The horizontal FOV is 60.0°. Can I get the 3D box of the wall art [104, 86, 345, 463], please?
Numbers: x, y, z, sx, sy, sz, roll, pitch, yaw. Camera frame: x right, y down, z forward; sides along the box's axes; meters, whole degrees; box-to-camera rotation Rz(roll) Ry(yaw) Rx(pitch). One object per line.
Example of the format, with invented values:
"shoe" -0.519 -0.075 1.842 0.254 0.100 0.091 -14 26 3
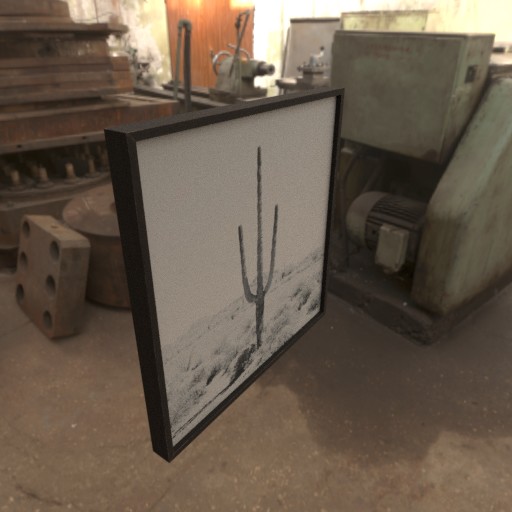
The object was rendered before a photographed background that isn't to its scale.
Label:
"wall art" 0.000 0.000 0.770 0.038 0.508 0.508 18 32 32
